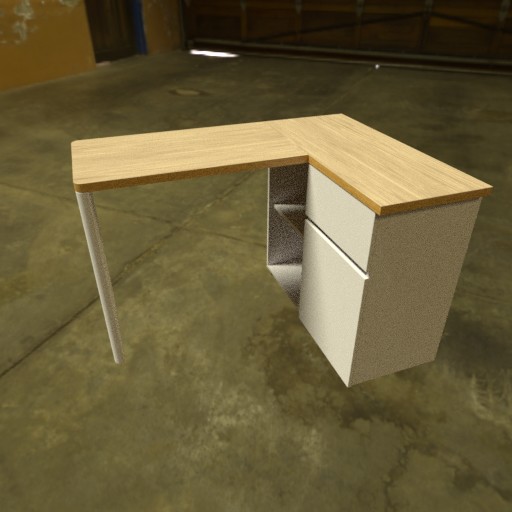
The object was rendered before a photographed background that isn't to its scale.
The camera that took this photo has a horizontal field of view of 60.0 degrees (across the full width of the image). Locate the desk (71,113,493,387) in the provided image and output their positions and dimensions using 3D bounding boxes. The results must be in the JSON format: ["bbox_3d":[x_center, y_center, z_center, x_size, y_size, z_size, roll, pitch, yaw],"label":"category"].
[{"bbox_3d":[0.000,0.000,1.704,1.170,0.760,0.900,-11,34,-17],"label":"desk"}]
